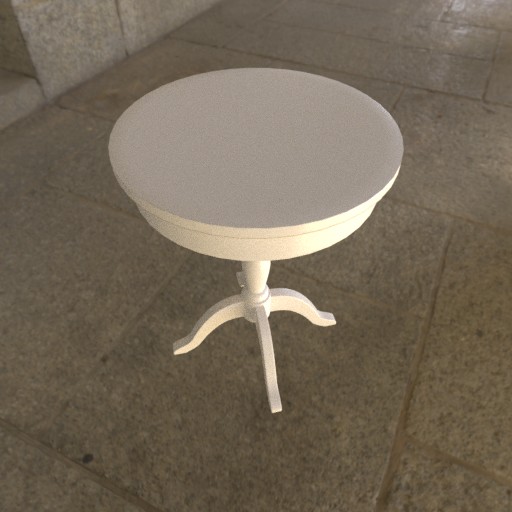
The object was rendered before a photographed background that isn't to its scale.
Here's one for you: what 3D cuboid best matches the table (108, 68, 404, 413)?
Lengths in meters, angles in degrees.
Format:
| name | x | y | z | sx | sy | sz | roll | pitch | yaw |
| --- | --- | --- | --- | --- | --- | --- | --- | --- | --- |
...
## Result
| name | x | y | z | sx | sy | sz | roll | pitch | yaw |
| --- | --- | --- | --- | --- | --- | --- | --- | --- | --- |
| table | 0.000 | 0.000 | 1.025 | 0.513 | 0.653 | 0.513 | 0 | 46 | 0 |
